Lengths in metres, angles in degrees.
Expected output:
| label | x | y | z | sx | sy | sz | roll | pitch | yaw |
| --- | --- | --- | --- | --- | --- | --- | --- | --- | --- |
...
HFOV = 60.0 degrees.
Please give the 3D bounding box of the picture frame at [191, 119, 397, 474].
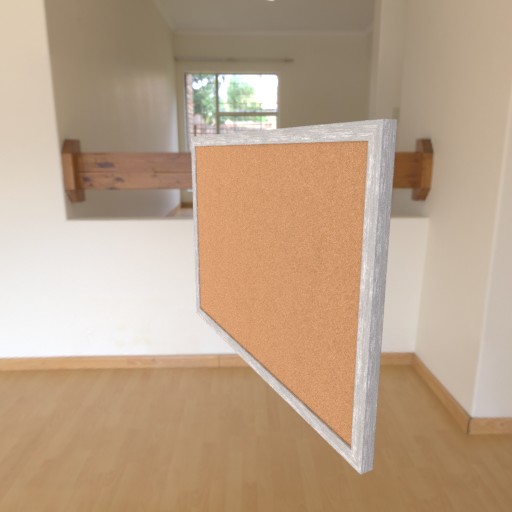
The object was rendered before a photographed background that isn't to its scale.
| label | x | y | z | sx | sy | sz | roll | pitch | yaw |
| --- | --- | --- | --- | --- | --- | --- | --- | --- | --- |
| picture frame | 0.000 | 0.000 | 1.181 | 0.029 | 0.640 | 0.950 | -6 | 15 | -25 |
